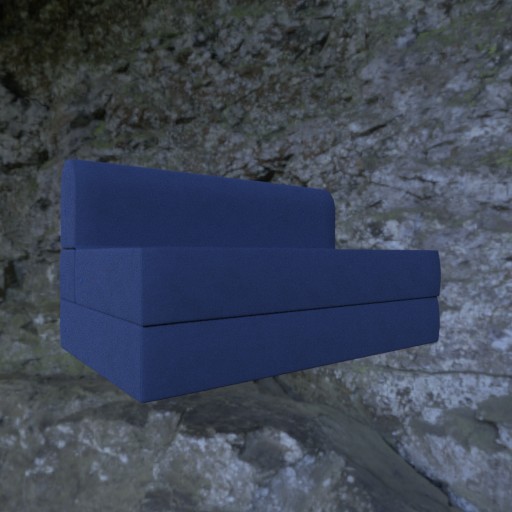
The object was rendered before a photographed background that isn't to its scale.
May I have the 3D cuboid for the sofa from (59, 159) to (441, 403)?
[{"bbox_3d":[0.000,0.000,1.645,1.219,0.660,0.762,0,0,-36],"label":"sofa"}]
